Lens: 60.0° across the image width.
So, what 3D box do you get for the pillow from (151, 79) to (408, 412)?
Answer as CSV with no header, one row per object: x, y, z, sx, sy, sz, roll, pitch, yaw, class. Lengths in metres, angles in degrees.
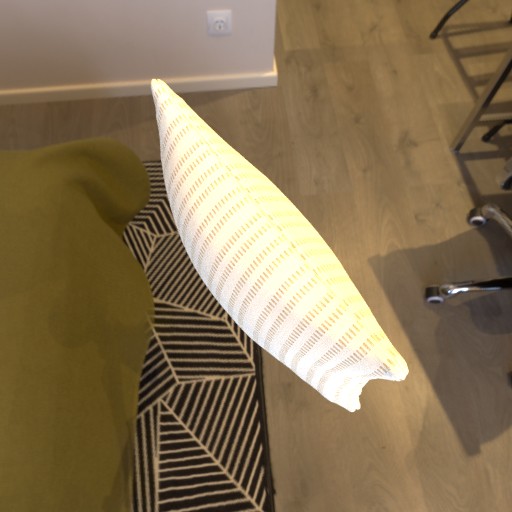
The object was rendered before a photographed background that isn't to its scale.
0.000,0.000,0.818,0.210,0.353,0.640,-33,69,-14,pillow
